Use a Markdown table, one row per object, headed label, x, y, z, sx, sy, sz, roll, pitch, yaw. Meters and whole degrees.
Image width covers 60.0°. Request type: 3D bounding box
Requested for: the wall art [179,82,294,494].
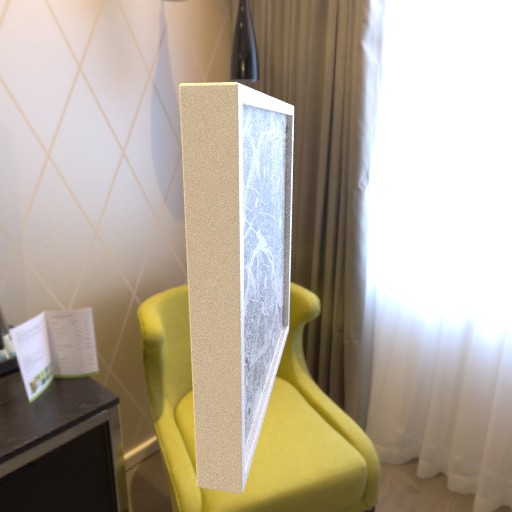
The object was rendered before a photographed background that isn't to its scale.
| label | x | y | z | sx | sy | sz | roll | pitch | yaw |
| --- | --- | --- | --- | --- | --- | --- | --- | --- | --- |
| wall art | 0.000 | 0.000 | 0.454 | 0.038 | 0.305 | 0.305 | 3 | 16 | 11 |
